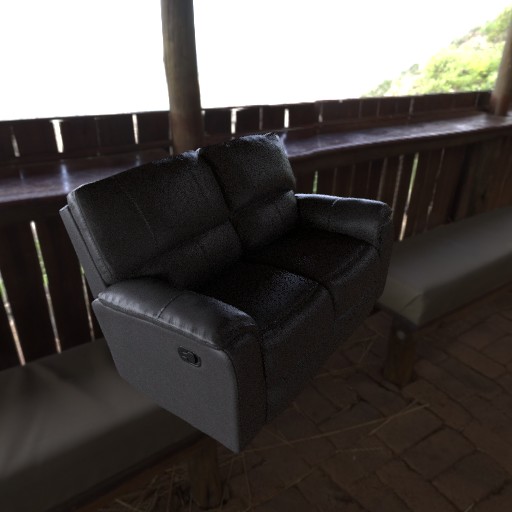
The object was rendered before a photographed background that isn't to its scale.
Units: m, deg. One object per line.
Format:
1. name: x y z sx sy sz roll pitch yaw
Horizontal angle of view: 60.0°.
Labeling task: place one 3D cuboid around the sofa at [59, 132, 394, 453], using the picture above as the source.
1. sofa: 0.000 0.000 2.519 1.104 1.111 1.765 18 31 32
